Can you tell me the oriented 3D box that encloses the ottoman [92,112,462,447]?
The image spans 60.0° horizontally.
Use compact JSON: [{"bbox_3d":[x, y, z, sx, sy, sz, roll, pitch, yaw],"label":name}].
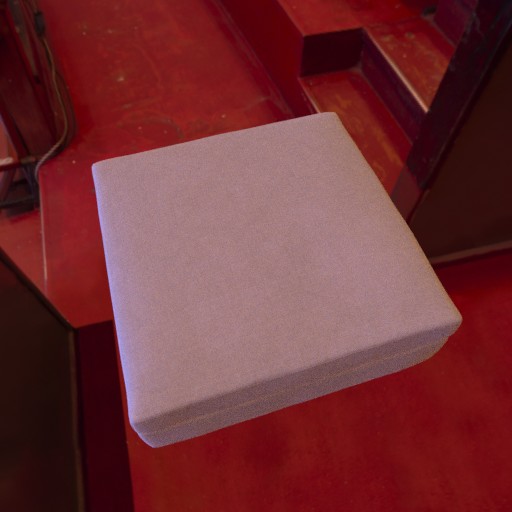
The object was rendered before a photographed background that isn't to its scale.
[{"bbox_3d":[0.000,0.000,1.844,1.203,0.517,1.171,-15,58,-9],"label":"ottoman"}]
